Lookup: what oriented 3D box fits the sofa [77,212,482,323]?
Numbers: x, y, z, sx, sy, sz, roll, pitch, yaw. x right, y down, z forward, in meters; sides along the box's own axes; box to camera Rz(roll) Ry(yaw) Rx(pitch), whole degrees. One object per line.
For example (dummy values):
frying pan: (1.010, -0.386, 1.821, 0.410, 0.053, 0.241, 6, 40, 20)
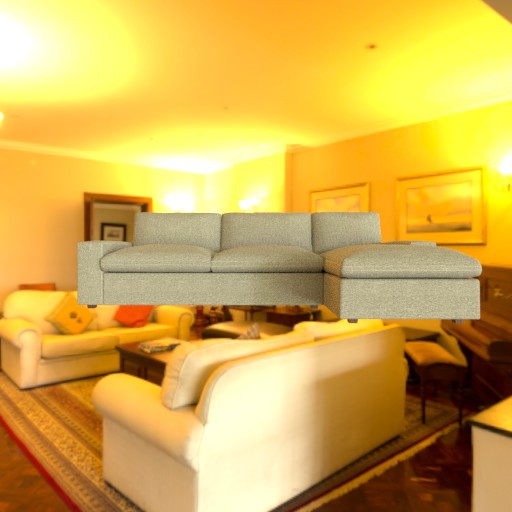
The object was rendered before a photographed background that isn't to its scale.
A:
sofa: (0.000, 0.000, 3.478, 2.718, 0.813, 1.689, 0, 1, 1)
